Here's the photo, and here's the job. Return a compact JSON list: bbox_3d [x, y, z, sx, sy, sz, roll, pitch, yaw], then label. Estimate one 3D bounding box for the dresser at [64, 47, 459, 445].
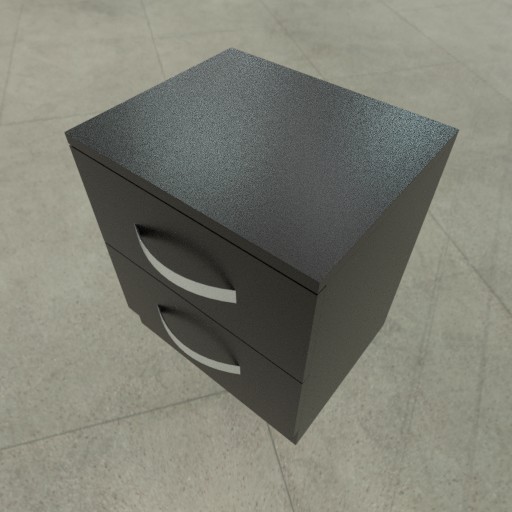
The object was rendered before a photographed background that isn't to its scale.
[{"bbox_3d":[0.000,0.000,0.751,0.400,0.470,0.360,31,55,25],"label":"dresser"}]
